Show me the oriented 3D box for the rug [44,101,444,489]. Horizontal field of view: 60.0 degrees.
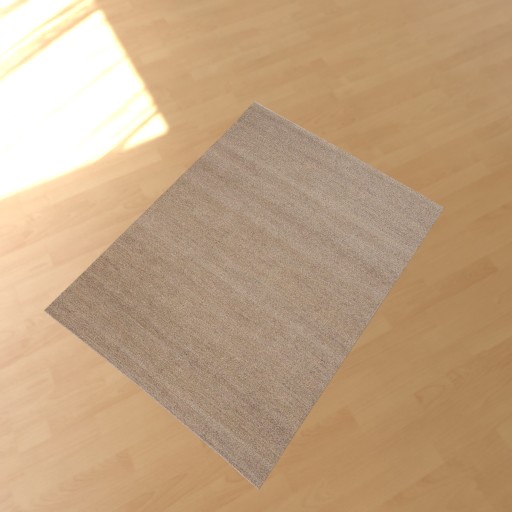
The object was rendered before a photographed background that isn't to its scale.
[{"bbox_3d":[0.000,0.000,4.330,2.467,0.046,3.245,34,69,15],"label":"rug"}]
